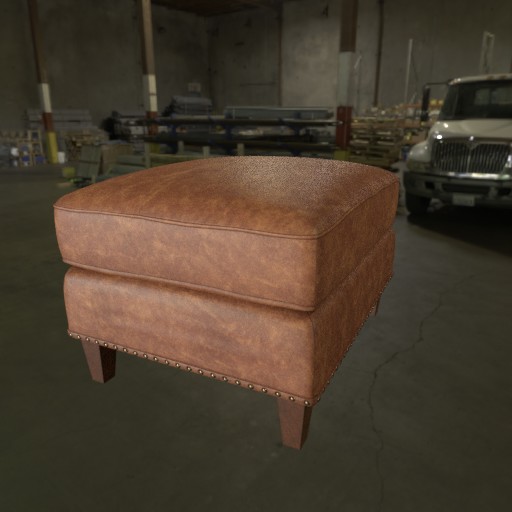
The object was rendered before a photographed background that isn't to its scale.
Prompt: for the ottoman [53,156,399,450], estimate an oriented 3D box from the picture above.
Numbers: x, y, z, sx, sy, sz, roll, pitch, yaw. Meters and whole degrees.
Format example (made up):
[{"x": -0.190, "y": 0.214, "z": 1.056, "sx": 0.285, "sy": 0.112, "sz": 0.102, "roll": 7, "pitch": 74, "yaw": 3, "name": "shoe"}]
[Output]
[{"x": 0.000, "y": 0.000, "z": 1.132, "sx": 0.586, "sy": 0.486, "sz": 0.742, "roll": 8, "pitch": 19, "yaw": 25, "name": "ottoman"}]
